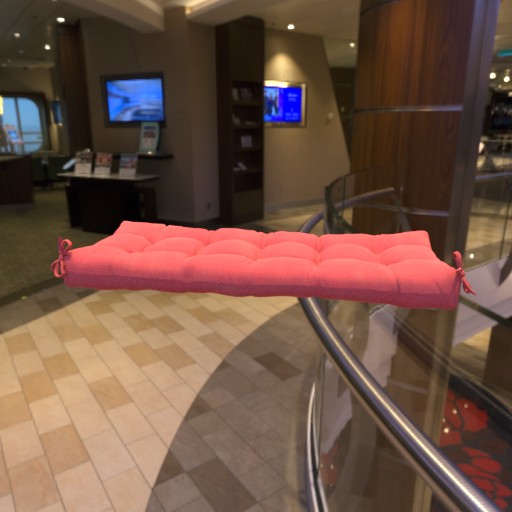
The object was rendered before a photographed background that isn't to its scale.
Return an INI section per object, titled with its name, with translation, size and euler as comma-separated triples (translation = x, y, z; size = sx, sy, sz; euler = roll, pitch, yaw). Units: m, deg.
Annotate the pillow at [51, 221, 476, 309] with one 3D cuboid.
[pillow]
translation = 0.000, 0.000, 1.393
size = 1.194, 0.174, 0.511
euler = 2, 17, 8
